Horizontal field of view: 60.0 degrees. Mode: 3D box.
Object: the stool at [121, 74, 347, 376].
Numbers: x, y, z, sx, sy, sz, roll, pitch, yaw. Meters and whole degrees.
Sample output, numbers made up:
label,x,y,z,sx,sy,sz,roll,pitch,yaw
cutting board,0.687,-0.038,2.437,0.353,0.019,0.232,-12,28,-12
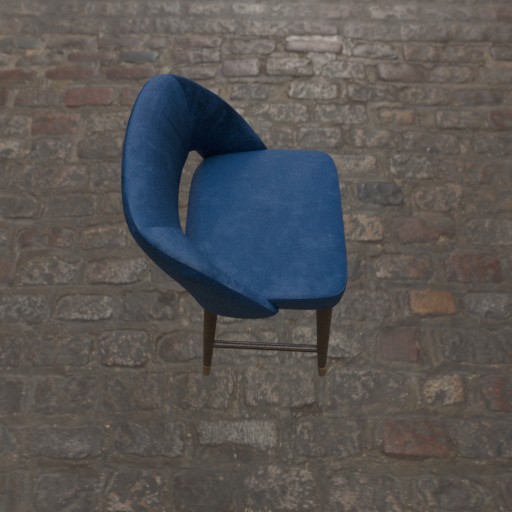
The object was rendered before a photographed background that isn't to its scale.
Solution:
label,x,y,z,sx,sy,sz,roll,pitch,yaw
stool,0.000,0.000,1.291,0.515,1.016,0.514,0,62,0
